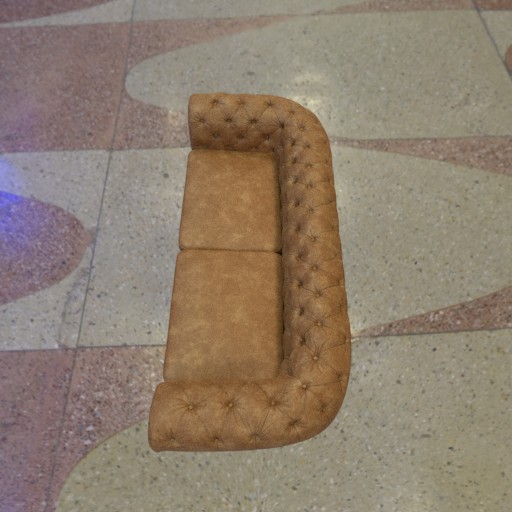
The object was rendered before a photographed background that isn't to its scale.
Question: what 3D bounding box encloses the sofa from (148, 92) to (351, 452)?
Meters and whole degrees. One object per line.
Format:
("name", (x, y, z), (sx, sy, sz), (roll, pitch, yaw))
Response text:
("sofa", (0.000, 0.000, 2.826), (0.989, 0.760, 2.365), (0, 59, 0))
